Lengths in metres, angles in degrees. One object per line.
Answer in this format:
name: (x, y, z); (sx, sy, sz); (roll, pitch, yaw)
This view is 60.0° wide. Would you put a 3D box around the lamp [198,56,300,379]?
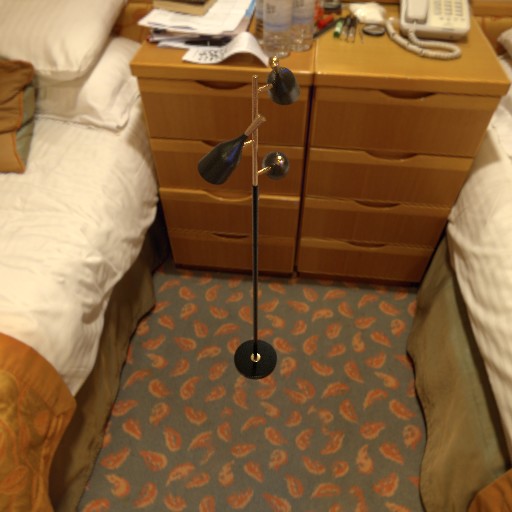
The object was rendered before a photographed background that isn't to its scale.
lamp: (0.000, 0.000, 1.962); (0.434, 1.778, 0.253); (-31, 54, -26)
